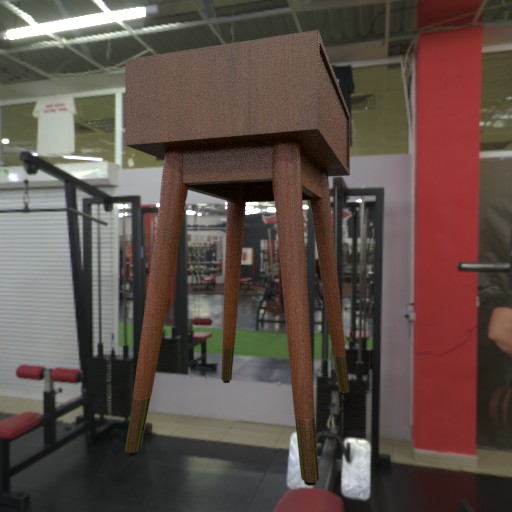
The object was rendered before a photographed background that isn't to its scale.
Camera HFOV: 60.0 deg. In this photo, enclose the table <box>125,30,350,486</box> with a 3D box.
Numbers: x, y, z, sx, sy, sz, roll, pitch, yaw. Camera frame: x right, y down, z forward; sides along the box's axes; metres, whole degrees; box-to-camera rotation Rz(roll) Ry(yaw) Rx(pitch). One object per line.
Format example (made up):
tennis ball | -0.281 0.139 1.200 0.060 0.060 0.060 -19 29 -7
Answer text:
table | 0.000 0.000 0.812 0.300 0.599 0.406 0 1 18
